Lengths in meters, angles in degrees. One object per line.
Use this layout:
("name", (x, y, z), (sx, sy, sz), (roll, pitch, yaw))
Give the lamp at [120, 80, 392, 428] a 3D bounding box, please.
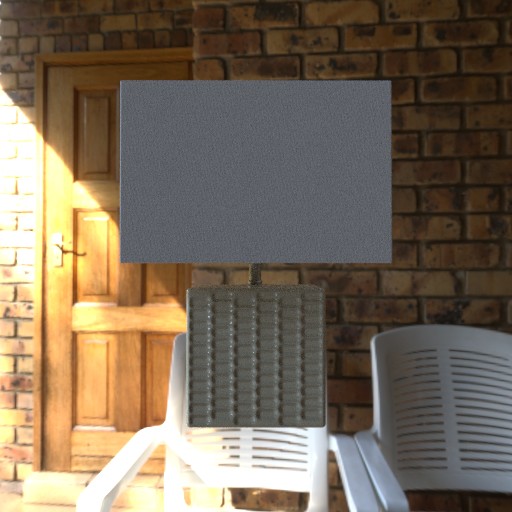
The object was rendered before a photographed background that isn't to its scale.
("lamp", (0.000, 0.000, 0.716), (0.380, 0.515, 0.200), (0, -1, 0))
